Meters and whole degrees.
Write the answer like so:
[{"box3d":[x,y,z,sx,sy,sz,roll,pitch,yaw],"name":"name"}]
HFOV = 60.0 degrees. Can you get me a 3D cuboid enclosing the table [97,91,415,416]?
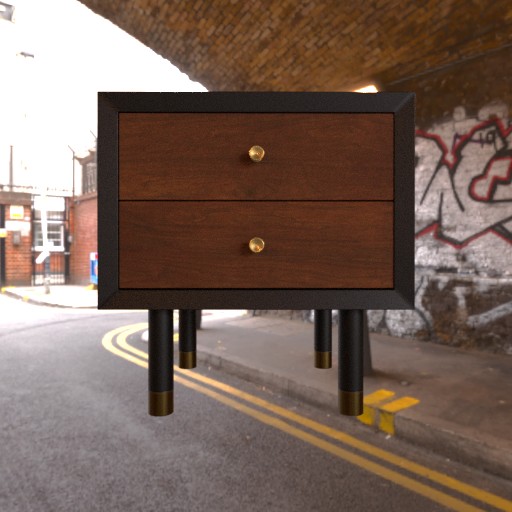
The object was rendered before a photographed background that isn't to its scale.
[{"box3d":[0.000,0.000,0.989,0.564,0.584,0.441,0,0,0],"name":"table"}]
